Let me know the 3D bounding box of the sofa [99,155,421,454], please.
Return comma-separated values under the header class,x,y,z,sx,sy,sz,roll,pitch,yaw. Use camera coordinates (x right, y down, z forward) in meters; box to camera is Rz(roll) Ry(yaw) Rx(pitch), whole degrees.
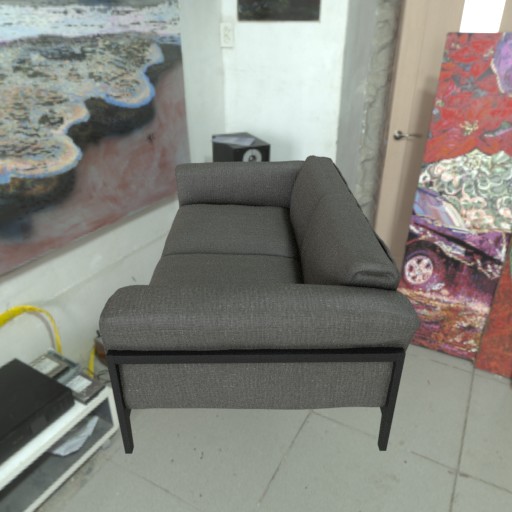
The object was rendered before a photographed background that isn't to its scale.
class,x,y,z,sx,sy,sz,roll,pitch,yaw
sofa,0.000,0.000,2.124,0.960,0.656,1.690,0,28,-1
